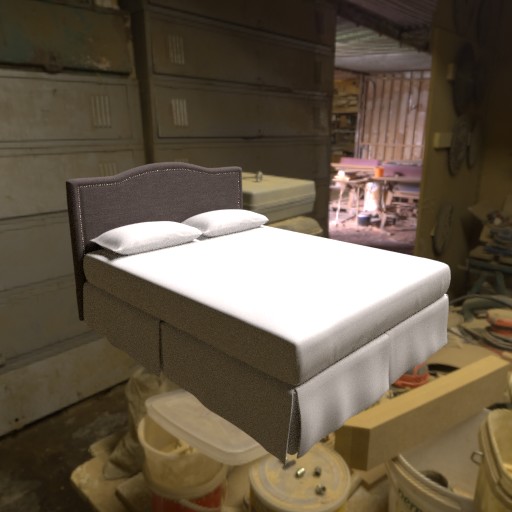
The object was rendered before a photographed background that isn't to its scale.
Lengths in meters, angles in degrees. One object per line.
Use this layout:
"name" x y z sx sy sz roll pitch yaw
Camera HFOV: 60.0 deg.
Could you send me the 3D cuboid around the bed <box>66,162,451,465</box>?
"bed" 0.000 0.000 3.820 2.689 1.457 2.161 15 22 43
